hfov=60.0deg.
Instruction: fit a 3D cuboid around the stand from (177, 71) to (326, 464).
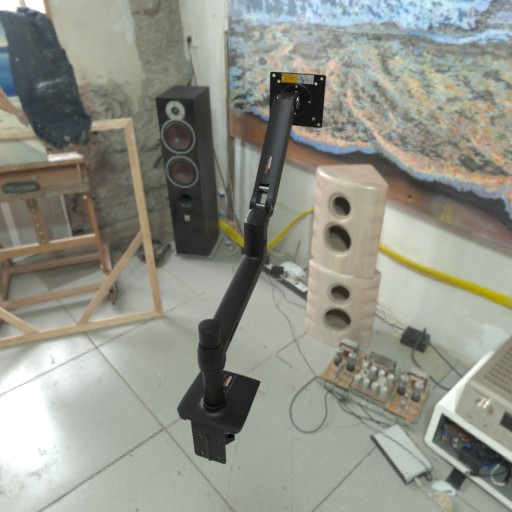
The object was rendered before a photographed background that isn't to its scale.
[{"bbox_3d":[0.000,0.000,1.067,0.152,0.713,0.650,10,34,16],"label":"stand"}]
